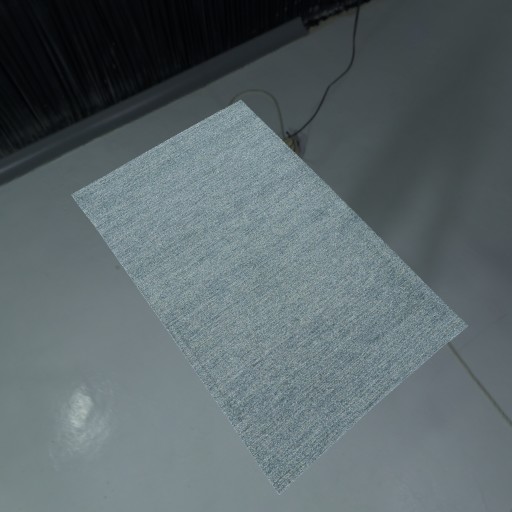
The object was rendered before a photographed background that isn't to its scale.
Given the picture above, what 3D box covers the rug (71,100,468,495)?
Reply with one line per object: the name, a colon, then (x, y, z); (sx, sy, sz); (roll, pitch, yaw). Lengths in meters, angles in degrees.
rug: (0.000, 0.000, 2.295); (1.174, 0.022, 1.853); (-34, 69, -15)
